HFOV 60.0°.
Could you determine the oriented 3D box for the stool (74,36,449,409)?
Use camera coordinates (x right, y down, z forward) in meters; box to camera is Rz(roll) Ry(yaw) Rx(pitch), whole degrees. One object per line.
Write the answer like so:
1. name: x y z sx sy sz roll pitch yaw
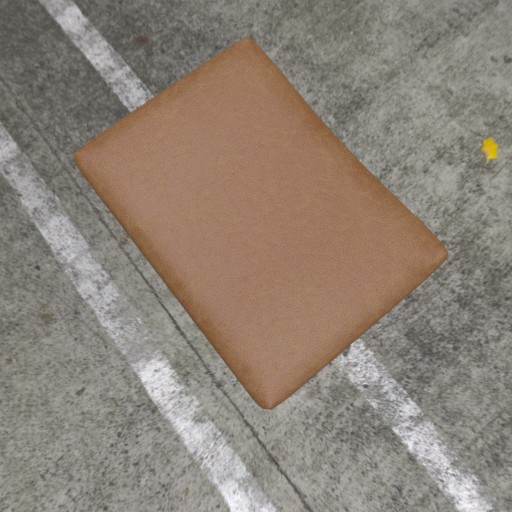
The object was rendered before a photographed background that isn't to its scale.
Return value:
1. stool: 0.000 0.000 0.944 0.361 0.660 0.500 -38 79 -9
